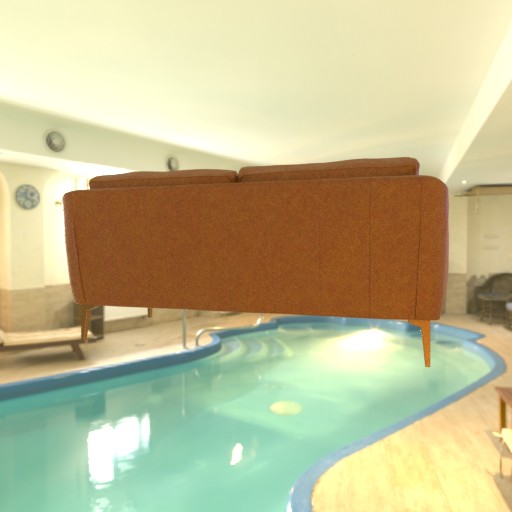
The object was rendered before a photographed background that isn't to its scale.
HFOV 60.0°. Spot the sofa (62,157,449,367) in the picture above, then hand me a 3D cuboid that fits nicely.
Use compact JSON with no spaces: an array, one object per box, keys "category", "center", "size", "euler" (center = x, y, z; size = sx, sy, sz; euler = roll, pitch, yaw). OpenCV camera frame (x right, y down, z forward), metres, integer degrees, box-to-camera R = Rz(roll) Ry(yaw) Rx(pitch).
[{"category":"sofa","center":[0.000,0.000,2.561],"size":[2.036,0.945,0.981],"euler":[0,2,17]}]
